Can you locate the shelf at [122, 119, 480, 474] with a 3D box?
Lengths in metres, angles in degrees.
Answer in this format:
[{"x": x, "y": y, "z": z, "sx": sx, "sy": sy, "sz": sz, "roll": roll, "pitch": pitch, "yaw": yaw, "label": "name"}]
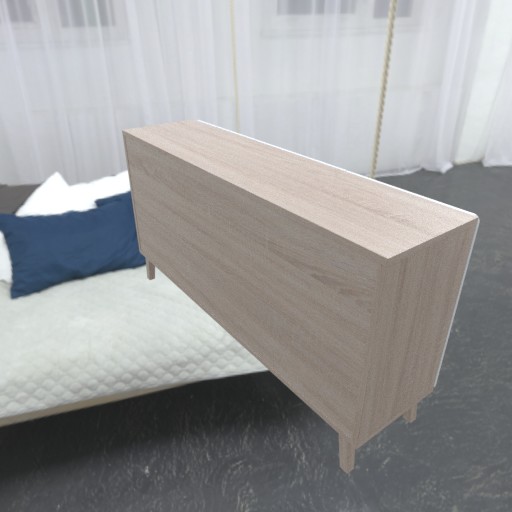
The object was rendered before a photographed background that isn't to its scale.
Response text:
[{"x": 0.000, "y": 0.000, "z": 1.783, "sx": 0.400, "sy": 0.780, "sz": 1.490, "roll": -20, "pitch": 35, "yaw": -32, "label": "shelf"}]
